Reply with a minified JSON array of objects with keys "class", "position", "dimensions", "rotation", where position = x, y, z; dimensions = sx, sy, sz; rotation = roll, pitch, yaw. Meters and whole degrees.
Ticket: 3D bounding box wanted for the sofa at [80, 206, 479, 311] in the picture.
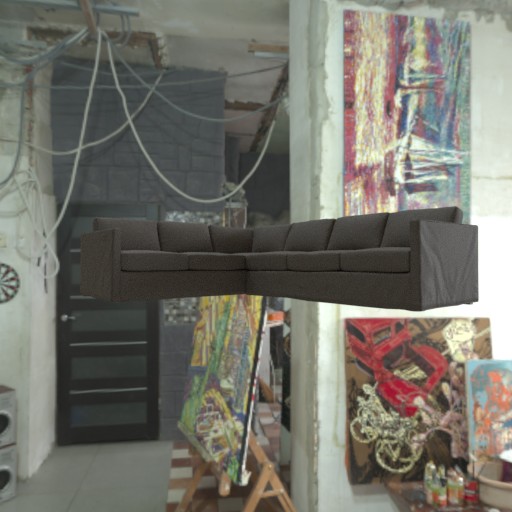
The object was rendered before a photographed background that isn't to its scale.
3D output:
[{"class":"sofa","position":[0.000,0.000,4.329],"dimensions":[2.432,0.871,3.182],"rotation":[1,-1,-38]}]
